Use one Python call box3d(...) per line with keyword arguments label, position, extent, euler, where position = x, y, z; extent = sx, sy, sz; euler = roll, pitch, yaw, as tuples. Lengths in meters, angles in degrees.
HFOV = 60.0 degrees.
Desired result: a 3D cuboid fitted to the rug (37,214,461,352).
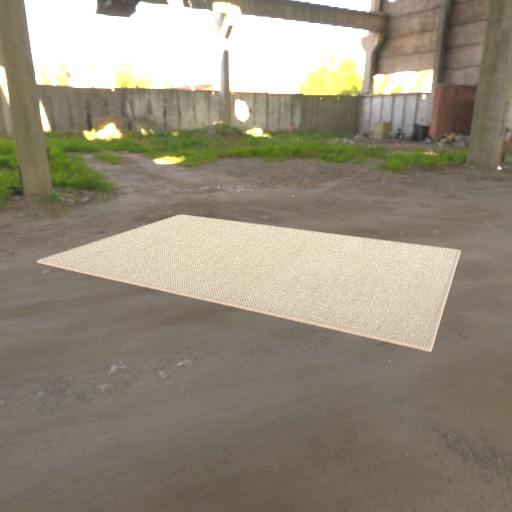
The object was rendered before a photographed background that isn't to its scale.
box3d(label="rug", position=(0.000, 0.000, 2.063), extent=(1.676, 0.013, 1.067), euler=(9, 20, 26))
